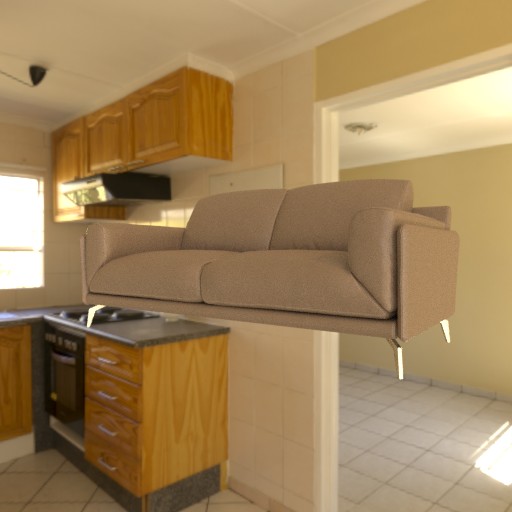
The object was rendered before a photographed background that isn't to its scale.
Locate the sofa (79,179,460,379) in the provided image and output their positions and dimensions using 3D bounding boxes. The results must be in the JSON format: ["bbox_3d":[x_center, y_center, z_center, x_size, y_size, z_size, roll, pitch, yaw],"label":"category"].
[{"bbox_3d":[0.000,0.000,2.674,2.101,0.930,1.049,1,1,35],"label":"sofa"}]
